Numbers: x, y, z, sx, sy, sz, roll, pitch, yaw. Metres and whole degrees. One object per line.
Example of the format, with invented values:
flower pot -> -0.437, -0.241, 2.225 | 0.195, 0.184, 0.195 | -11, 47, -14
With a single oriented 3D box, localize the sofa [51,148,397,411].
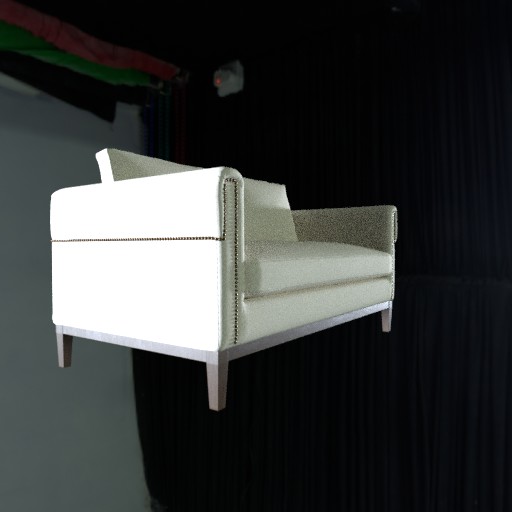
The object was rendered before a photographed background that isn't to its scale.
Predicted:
sofa -> 0.000, 0.000, 2.138 | 0.905, 0.873, 1.598 | 1, 1, 35
